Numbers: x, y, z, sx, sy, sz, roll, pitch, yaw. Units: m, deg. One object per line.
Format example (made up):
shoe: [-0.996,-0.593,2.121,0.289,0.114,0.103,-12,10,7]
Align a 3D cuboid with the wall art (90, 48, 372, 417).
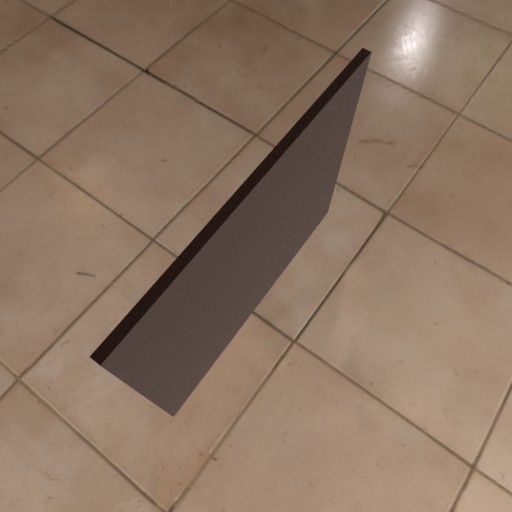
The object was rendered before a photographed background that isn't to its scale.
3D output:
wall art: [0.000,0.000,1.608,0.034,0.952,1.207,33,68,15]
